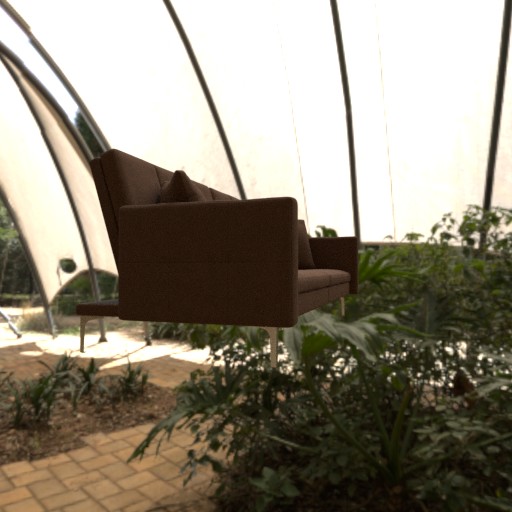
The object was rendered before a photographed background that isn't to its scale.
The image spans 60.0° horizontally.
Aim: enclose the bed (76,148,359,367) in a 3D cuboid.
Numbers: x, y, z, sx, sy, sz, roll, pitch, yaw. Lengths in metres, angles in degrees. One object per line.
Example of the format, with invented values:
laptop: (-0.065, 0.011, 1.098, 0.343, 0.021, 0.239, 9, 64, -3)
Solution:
bed: (0.000, 0.000, 2.382, 0.889, 0.787, 1.905, -1, -2, 19)
